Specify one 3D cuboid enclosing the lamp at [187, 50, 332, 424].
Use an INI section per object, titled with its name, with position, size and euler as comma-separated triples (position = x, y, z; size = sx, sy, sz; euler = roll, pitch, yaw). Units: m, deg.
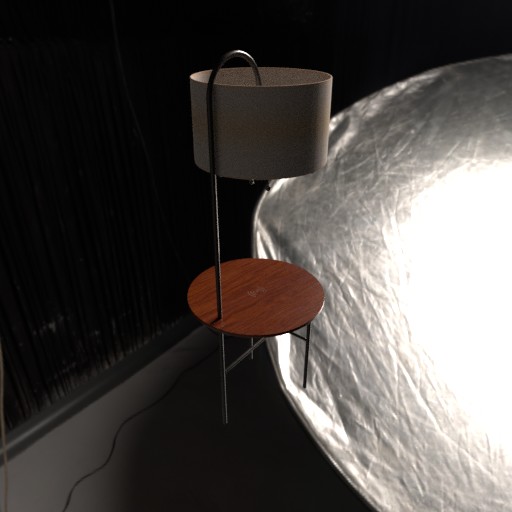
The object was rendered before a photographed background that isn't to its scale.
[lamp]
position = 0.000, 0.000, 1.783
size = 0.573, 1.517, 0.573
euler = 0, 29, 0
